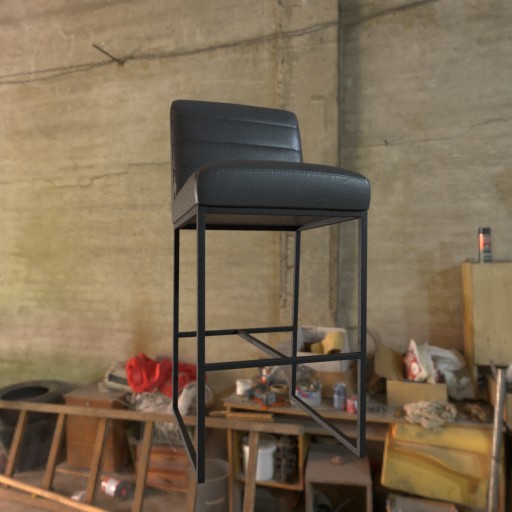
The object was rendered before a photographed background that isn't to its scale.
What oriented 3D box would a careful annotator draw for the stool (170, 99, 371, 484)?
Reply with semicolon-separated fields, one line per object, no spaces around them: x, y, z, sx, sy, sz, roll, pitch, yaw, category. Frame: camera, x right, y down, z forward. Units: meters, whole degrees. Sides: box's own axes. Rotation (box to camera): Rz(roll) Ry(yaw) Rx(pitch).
0.000;0.000;1.316;0.457;1.040;0.552;0;0;-17;stool
